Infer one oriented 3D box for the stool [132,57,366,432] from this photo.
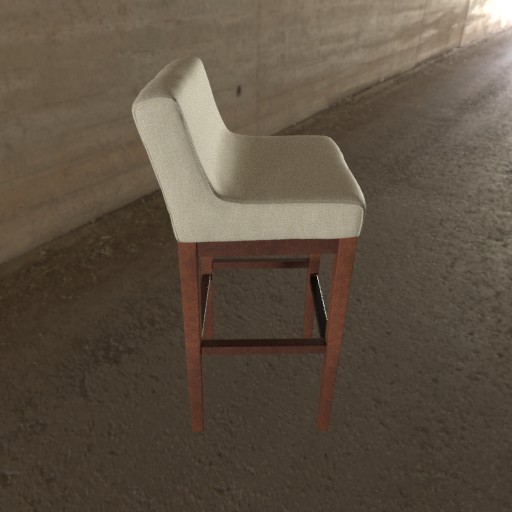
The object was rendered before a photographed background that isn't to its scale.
[{"bbox_3d":[0.000,0.000,1.324,0.500,1.037,0.511,0,32,-1],"label":"stool"}]
